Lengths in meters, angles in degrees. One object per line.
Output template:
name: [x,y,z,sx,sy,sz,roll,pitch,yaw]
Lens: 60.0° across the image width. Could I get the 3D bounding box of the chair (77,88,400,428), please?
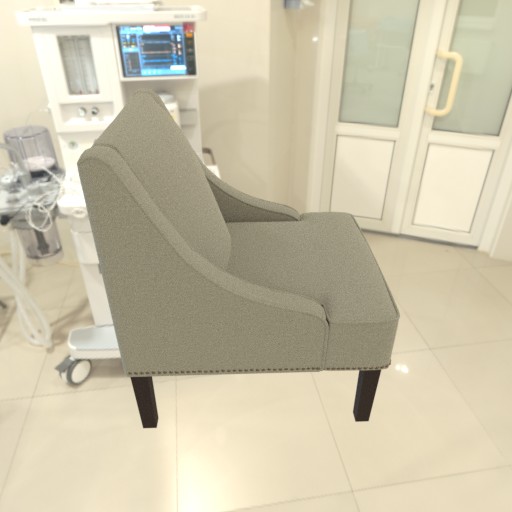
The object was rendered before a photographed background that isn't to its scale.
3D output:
chair: [0.000,0.000,1.354,0.737,0.864,0.610,-1,33,-2]
